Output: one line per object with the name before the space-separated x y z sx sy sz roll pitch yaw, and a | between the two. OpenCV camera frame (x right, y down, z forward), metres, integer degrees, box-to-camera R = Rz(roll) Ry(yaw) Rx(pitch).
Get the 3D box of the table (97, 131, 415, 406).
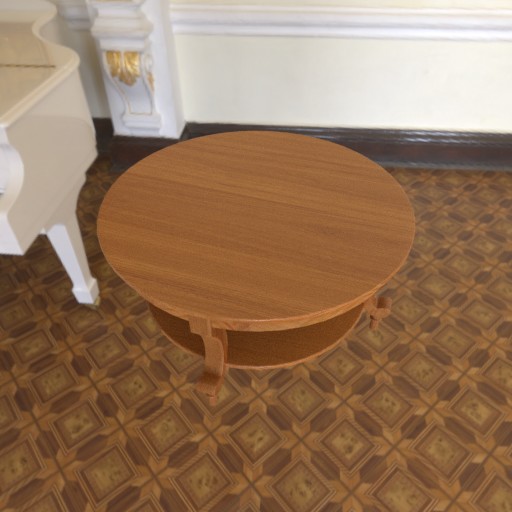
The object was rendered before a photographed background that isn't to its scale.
table | 0.000 0.000 1.635 1.029 0.490 1.029 0 42 0
